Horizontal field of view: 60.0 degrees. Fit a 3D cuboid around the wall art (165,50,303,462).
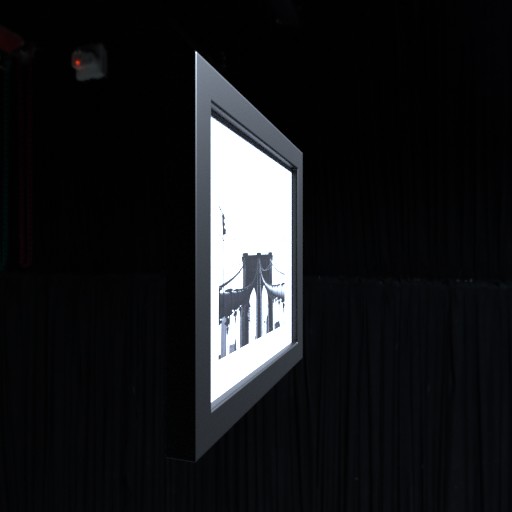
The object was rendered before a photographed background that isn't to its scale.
[{"bbox_3d":[0.000,0.000,0.539,0.028,0.330,0.380,0,0,19],"label":"wall art"}]
